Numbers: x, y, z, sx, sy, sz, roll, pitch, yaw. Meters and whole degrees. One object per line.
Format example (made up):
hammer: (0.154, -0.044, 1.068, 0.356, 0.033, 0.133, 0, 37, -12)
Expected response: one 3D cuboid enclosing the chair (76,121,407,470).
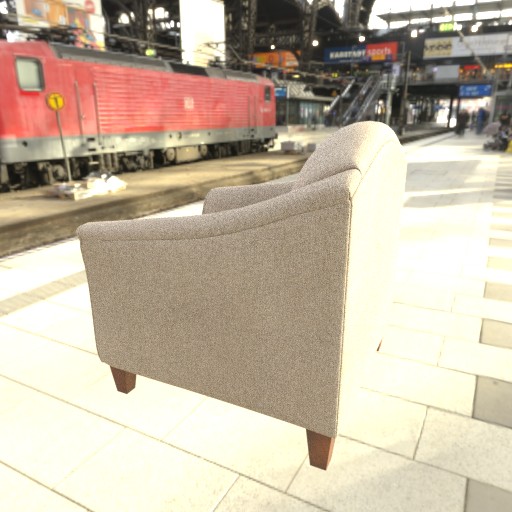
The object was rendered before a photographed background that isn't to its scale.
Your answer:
chair: (0.000, 0.000, 1.433, 0.787, 0.839, 0.763, 8, 20, 25)
